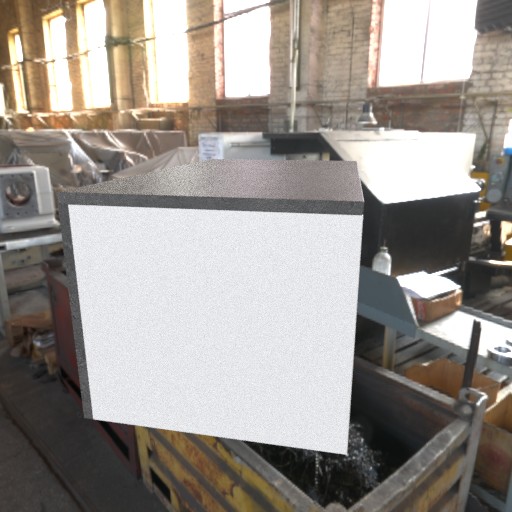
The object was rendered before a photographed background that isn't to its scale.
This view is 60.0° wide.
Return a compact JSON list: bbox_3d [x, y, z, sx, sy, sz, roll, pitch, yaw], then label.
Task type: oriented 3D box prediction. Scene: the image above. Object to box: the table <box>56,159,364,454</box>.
[{"bbox_3d":[0.000,0.000,0.929,0.400,0.350,0.700,3,16,11],"label":"table"}]
